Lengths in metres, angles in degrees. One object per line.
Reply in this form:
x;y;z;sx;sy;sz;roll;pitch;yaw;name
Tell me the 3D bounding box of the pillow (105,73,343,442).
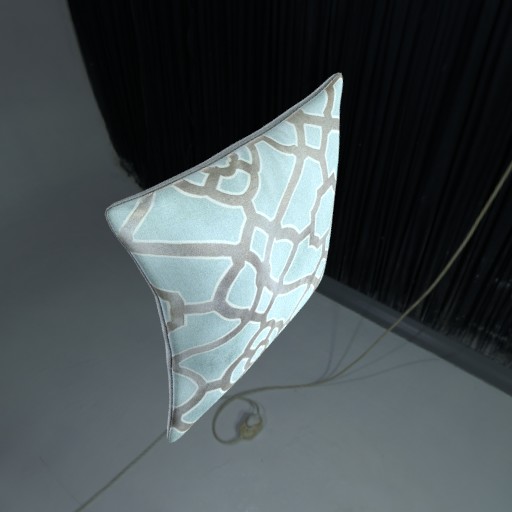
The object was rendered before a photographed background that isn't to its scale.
0.000;0.000;0.814;0.166;0.508;0.552;25;46;26;pillow
